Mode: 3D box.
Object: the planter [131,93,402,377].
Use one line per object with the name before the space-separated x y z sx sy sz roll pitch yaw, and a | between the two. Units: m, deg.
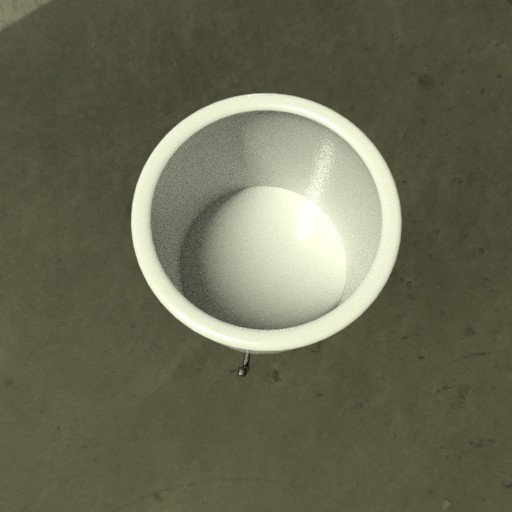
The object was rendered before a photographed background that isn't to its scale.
planter | 0.000 0.000 0.529 0.239 0.356 0.239 36 79 8
